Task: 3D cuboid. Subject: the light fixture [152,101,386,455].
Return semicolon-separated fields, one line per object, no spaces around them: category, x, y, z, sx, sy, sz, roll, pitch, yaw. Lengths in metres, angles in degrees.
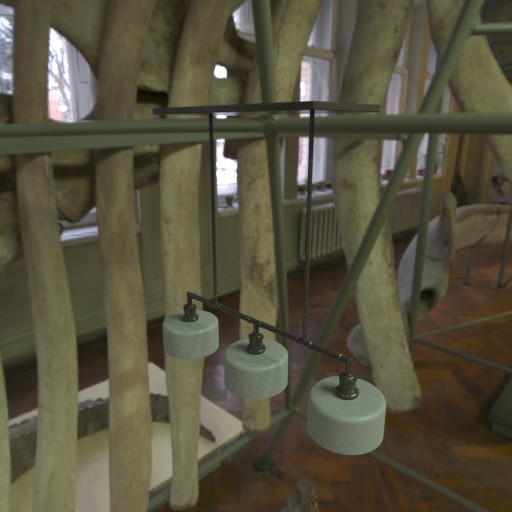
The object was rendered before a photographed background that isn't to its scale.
light fixture;0.000;0.000;0.871;0.582;0.557;0.177;15;22;42
